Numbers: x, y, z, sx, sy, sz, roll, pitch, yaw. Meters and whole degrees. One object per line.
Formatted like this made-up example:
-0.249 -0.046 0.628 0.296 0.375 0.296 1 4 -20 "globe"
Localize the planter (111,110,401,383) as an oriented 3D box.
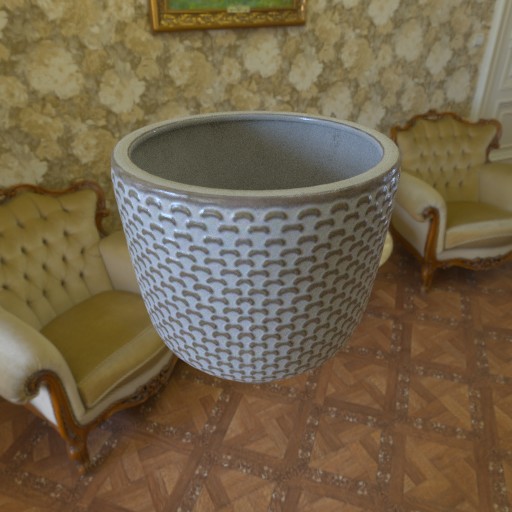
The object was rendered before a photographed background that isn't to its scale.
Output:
0.000 0.000 0.249 0.139 0.130 0.139 0 31 0 "planter"
